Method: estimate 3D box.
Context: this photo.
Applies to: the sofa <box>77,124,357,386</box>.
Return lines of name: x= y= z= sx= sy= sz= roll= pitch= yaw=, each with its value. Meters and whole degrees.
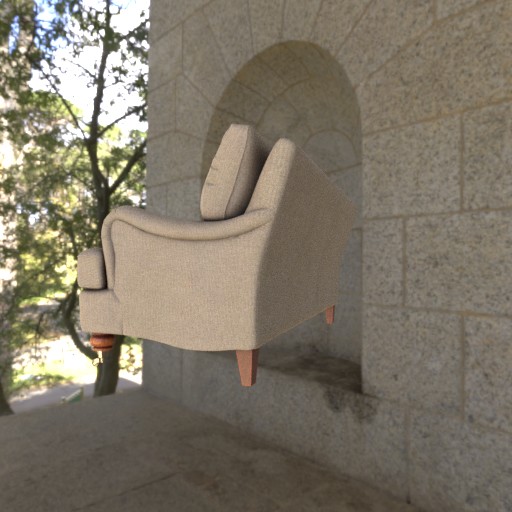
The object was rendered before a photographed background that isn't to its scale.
sofa: x=0.000 y=0.000 z=2.886 sx=1.069 sy=1.096 sz=2.193 roll=0 pitch=-1 yaw=19
